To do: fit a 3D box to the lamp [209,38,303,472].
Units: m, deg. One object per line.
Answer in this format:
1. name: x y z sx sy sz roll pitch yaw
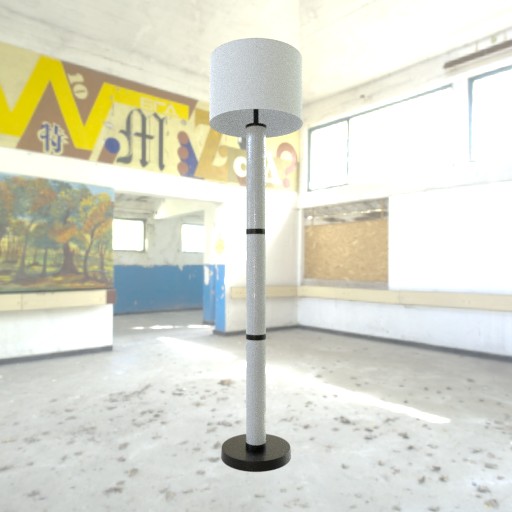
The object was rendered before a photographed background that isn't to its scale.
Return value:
1. lamp: 0.000 0.000 1.790 0.377 1.599 0.377 1 -1 -39
